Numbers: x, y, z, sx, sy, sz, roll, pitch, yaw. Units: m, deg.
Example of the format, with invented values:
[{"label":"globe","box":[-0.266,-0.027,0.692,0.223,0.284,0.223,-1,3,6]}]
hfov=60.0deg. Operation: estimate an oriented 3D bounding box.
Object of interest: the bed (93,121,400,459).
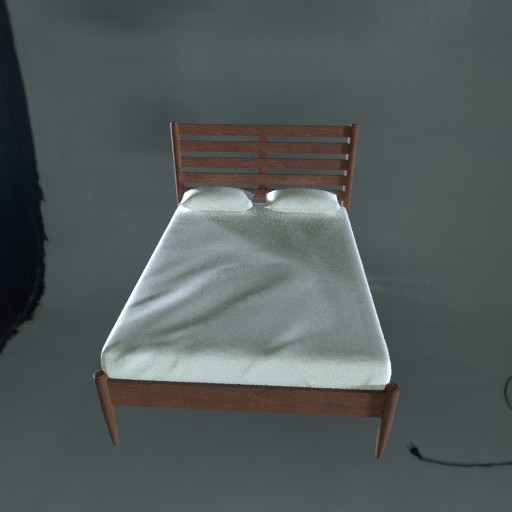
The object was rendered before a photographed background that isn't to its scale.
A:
[{"label":"bed","box":[0.000,0.000,2.990,1.509,1.304,2.093,2,29,3]}]
